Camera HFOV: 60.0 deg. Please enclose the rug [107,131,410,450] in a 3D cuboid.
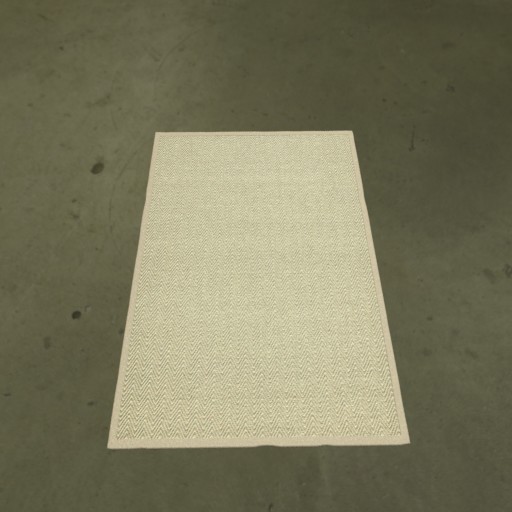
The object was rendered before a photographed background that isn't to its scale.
[{"bbox_3d":[0.000,0.000,2.851,1.540,0.021,2.290,-1,58,0],"label":"rug"}]
